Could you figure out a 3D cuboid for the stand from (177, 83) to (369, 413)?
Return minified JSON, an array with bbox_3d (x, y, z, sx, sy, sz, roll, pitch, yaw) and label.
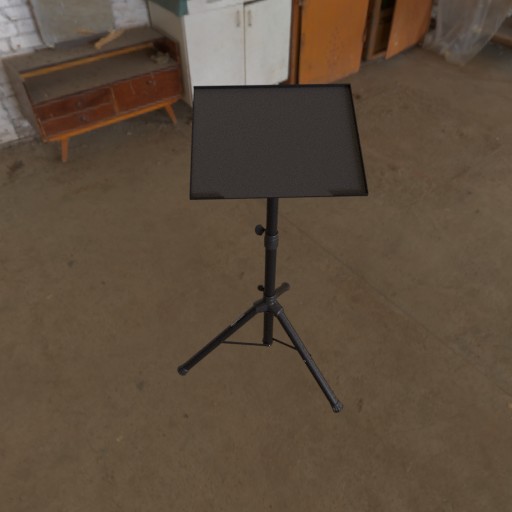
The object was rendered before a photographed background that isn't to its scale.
[{"bbox_3d":[0.000,0.000,1.640,0.702,1.198,0.702,-1,46,-1],"label":"stand"}]
